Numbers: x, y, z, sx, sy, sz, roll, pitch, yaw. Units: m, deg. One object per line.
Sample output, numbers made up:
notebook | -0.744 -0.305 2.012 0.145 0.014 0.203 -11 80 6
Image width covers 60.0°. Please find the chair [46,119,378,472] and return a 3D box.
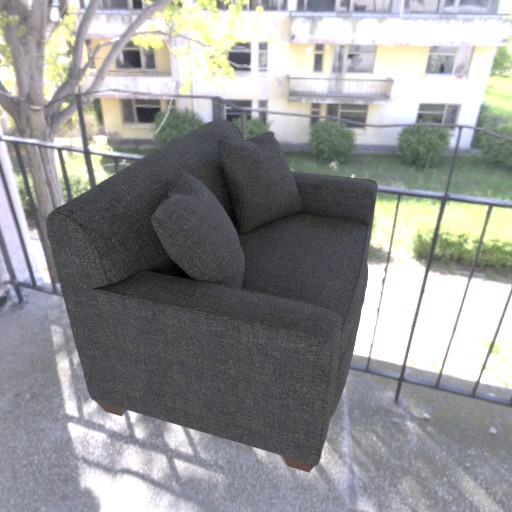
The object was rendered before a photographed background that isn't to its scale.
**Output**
chair | 0.000 0.000 2.031 1.000 0.948 1.383 10 31 16
